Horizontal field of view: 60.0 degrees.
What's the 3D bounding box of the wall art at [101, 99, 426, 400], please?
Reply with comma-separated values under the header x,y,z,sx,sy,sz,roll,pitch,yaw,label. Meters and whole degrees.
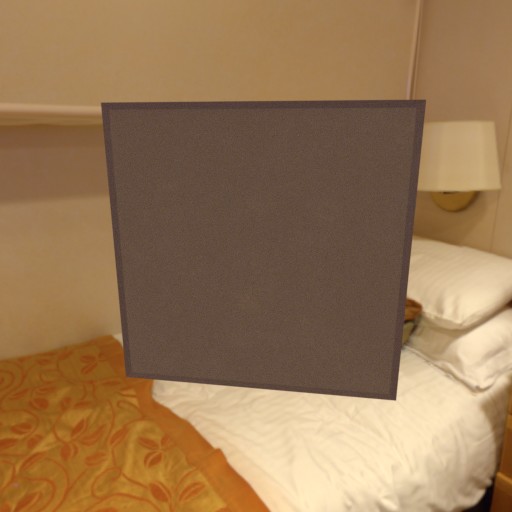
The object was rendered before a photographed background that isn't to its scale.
x,y,z,sx,sy,sz,roll,pitch,yaw,label
0.000,0.000,1.151,0.761,0.758,0.038,2,16,8,wall art
